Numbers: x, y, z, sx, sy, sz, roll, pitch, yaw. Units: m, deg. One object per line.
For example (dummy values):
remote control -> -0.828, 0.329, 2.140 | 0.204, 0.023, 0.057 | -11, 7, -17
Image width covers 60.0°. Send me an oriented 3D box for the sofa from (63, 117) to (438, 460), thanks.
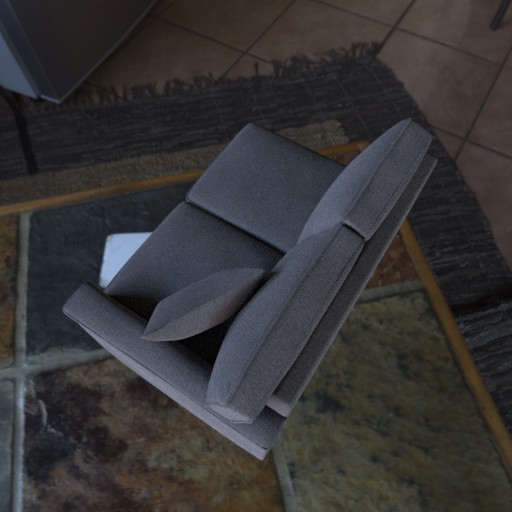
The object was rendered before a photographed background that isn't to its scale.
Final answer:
sofa -> 0.000, 0.000, 2.036 | 0.991, 0.989, 1.388 | 30, 66, 15
